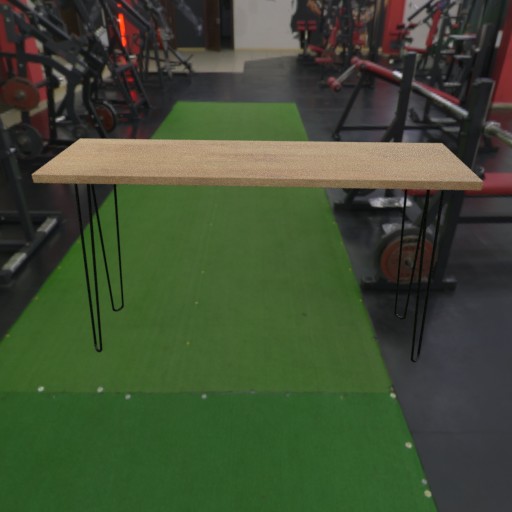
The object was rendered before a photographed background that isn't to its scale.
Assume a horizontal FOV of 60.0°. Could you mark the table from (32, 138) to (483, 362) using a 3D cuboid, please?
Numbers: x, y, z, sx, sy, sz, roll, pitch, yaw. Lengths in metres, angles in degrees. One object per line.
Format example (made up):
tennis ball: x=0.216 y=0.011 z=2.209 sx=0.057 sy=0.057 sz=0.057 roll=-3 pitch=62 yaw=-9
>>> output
table: x=0.000 y=0.000 z=1.745 sx=1.400 sy=0.799 sz=0.399 roll=1 pitch=31 yaw=2
